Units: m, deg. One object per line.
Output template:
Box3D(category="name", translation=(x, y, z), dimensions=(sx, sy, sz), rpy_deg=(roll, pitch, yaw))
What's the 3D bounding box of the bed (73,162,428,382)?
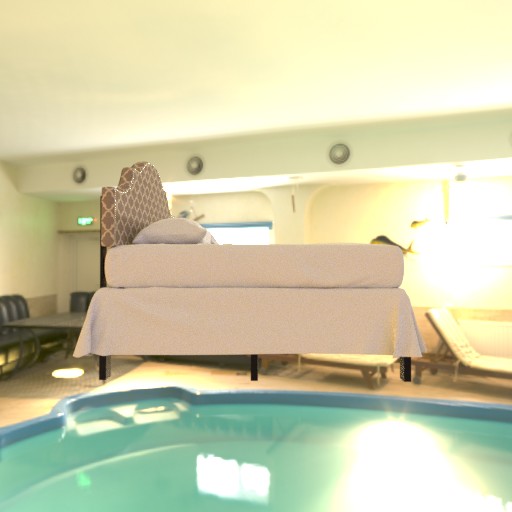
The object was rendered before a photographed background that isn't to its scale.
Box3D(category="bed", translation=(0.000, 0.000, 3.841), dimensions=(2.222, 1.601, 2.314), rpy_deg=(0, -1, 1))
